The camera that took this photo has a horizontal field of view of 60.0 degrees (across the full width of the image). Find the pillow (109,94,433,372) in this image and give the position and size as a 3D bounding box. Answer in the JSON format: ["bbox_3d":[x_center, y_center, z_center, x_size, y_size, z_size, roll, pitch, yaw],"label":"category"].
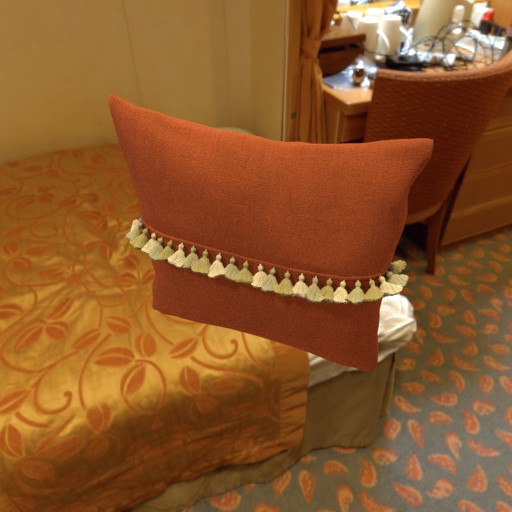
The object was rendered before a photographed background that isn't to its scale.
[{"bbox_3d":[0.000,0.000,0.750,0.490,0.482,0.165,13,43,14],"label":"pillow"}]
